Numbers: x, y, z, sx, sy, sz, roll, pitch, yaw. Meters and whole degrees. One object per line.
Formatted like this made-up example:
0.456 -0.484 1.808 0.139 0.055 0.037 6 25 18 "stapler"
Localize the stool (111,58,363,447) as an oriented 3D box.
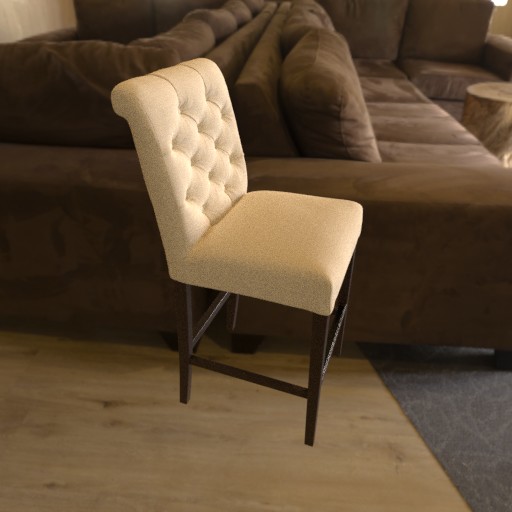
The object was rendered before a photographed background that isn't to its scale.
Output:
0.000 0.000 1.448 0.610 1.118 0.482 12 35 17 "stool"
